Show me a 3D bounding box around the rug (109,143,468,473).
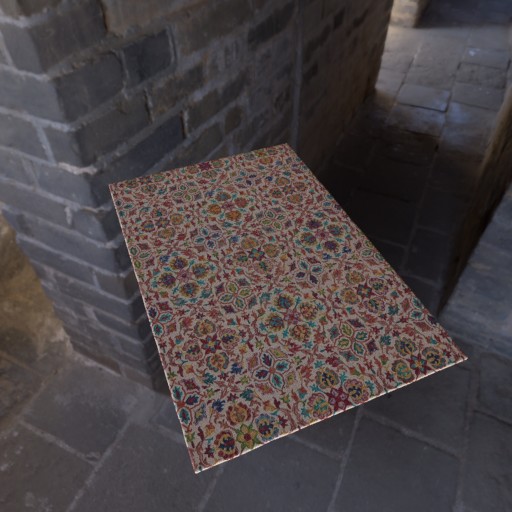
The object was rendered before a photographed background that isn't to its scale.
[{"bbox_3d":[0.000,0.000,2.929,1.541,0.018,2.297,-17,49,-15],"label":"rug"}]
